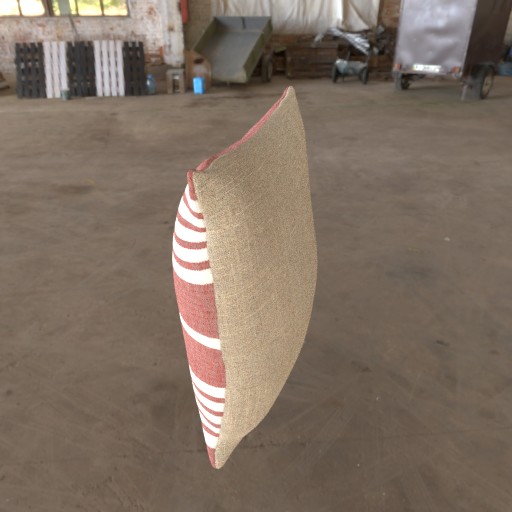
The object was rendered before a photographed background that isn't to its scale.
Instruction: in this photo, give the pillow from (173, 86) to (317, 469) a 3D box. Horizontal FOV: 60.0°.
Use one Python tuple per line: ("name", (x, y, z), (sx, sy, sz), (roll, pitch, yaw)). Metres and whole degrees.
("pillow", (0.000, 0.000, 0.674), (0.182, 0.427, 0.439), (8, 31, 14))
